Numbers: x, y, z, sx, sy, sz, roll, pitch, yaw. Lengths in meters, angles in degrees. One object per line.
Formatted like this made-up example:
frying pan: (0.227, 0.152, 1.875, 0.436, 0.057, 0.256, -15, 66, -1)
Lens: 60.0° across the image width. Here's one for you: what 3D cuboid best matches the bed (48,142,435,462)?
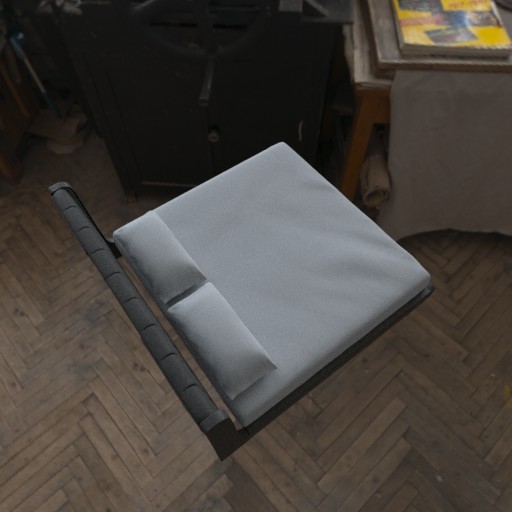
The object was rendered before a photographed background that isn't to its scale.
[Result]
bed: (0.000, 0.000, 3.295, 2.031, 1.158, 1.903, -32, 63, -19)
